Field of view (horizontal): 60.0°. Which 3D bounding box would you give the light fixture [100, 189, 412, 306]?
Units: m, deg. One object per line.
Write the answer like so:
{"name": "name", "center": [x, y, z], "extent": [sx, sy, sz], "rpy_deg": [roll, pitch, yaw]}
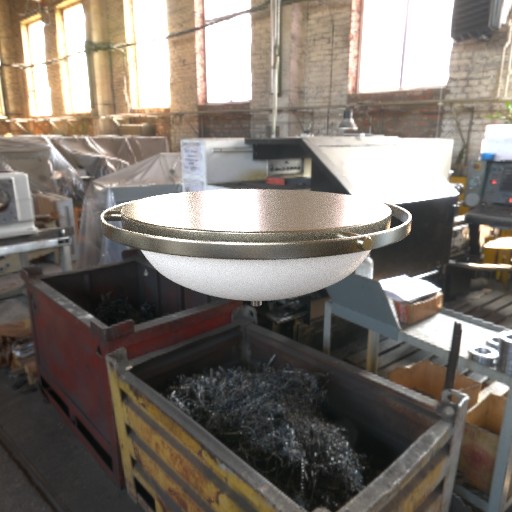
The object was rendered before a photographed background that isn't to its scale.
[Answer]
{"name": "light fixture", "center": [0.000, 0.000, 0.558], "extent": [0.361, 0.130, 0.361], "rpy_deg": [0, 15, 0]}
